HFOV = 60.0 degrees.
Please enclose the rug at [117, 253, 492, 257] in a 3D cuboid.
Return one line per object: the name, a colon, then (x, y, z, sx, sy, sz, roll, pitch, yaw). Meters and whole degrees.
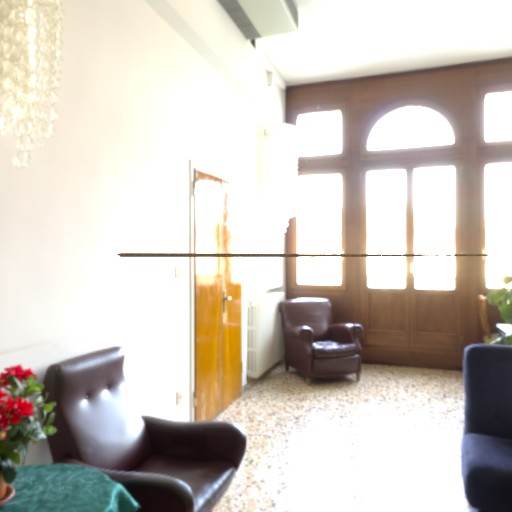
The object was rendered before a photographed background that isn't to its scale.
rug: (0.000, 0.000, 4.087, 2.406, 0.012, 3.034, 0, 0, -17)
